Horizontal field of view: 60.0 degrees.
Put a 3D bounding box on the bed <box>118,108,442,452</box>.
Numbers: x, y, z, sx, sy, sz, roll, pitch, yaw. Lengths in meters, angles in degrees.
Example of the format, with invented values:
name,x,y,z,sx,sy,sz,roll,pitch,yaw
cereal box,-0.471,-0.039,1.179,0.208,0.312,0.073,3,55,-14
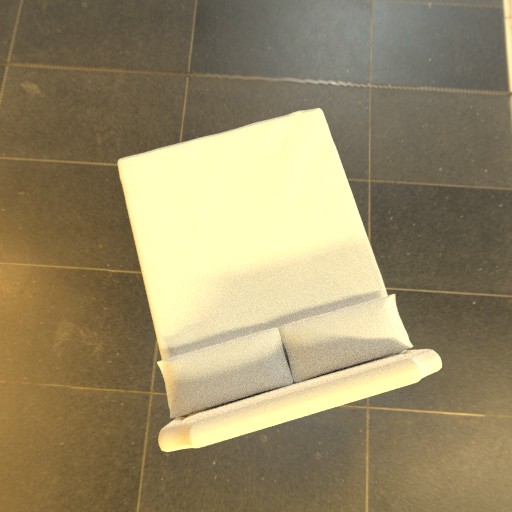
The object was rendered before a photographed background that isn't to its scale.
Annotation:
name,x,y,z,sx,sy,sz,roll,pitch,yaw
bed,0.000,0.000,3.847,2.134,1.524,2.548,-15,77,-4
